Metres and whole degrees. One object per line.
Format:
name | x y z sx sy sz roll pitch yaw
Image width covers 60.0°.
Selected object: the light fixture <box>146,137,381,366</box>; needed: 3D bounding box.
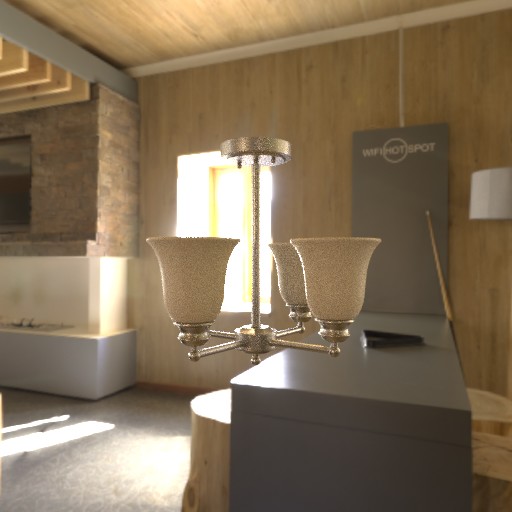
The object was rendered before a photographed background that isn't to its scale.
light fixture | 0.000 0.000 0.749 0.427 0.370 0.427 0 0 37
